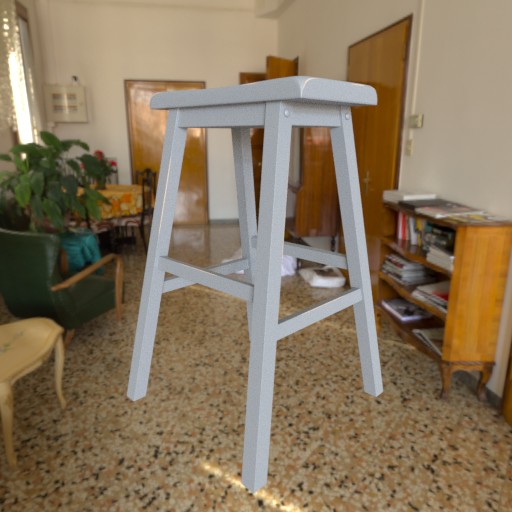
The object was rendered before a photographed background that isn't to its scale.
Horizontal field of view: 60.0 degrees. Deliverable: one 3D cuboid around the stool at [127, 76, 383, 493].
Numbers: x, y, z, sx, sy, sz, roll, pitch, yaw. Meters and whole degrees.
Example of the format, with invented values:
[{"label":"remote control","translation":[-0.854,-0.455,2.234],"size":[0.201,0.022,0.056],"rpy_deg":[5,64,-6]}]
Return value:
[{"label":"stool","translation":[0.000,0.000,1.044],"size":[0.457,0.737,0.476],"rpy_deg":[14,21,43]}]
